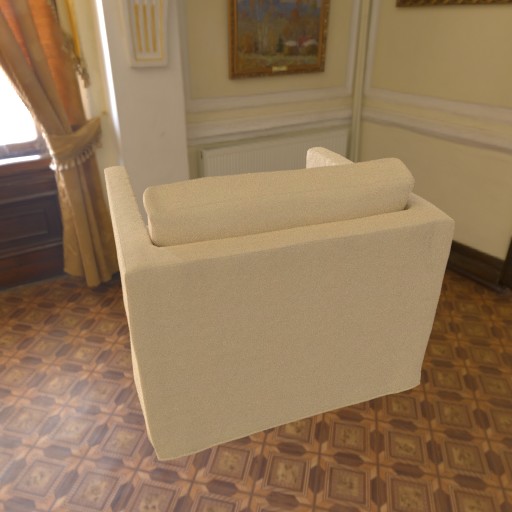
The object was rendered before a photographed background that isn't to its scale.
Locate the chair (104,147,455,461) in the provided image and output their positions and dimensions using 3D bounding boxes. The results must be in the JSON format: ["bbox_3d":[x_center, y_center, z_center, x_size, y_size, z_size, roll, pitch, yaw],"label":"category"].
[{"bbox_3d":[0.000,0.000,1.746,1.057,0.851,0.947,-10,29,-17],"label":"chair"}]
